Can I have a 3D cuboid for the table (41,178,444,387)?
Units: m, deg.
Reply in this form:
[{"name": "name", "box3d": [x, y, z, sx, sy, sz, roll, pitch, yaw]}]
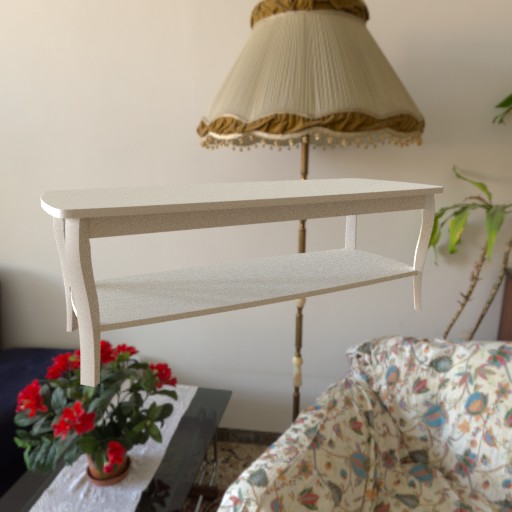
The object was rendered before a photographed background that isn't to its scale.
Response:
[{"name": "table", "box3d": [0.000, 0.000, 1.574, 1.334, 0.474, 0.561, -7, 16, -27]}]
